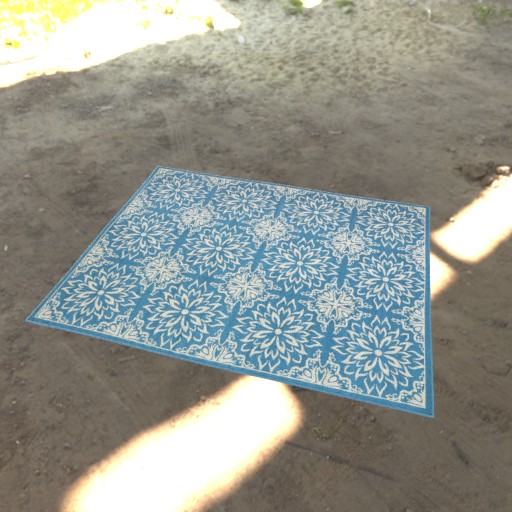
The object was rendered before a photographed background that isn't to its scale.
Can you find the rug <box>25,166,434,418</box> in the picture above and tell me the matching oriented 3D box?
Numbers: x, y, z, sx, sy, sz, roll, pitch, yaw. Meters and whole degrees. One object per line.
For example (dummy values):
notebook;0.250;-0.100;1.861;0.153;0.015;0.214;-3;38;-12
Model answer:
rug;0.000;0.000;3.887;2.964;0.018;2.350;11;43;11
